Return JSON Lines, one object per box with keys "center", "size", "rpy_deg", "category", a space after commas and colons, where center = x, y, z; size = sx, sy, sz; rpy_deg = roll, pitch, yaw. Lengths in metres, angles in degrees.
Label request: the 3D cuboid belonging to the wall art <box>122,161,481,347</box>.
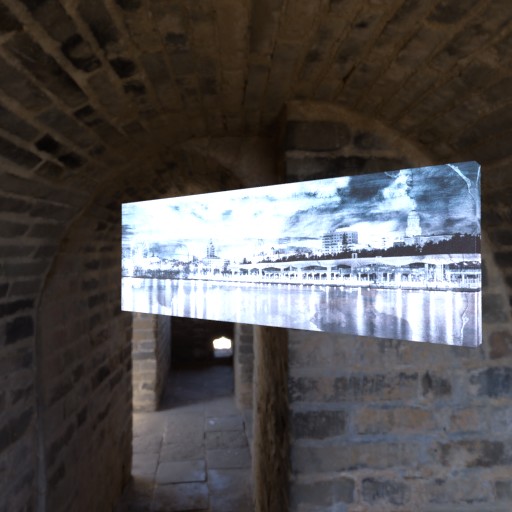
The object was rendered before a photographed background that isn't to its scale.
{"center": [0.000, 0.000, 0.834], "size": [0.759, 0.251, 0.037], "rpy_deg": [0, -1, 36], "category": "wall art"}
